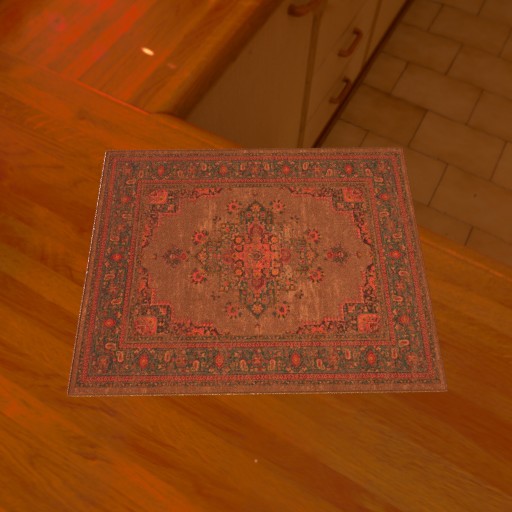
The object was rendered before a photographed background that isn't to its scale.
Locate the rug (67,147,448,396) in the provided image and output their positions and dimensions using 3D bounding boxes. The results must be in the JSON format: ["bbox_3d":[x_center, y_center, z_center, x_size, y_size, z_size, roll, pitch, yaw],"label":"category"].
[{"bbox_3d":[0.000,0.000,4.060,3.057,0.013,2.434,-1,65,0],"label":"rug"}]
